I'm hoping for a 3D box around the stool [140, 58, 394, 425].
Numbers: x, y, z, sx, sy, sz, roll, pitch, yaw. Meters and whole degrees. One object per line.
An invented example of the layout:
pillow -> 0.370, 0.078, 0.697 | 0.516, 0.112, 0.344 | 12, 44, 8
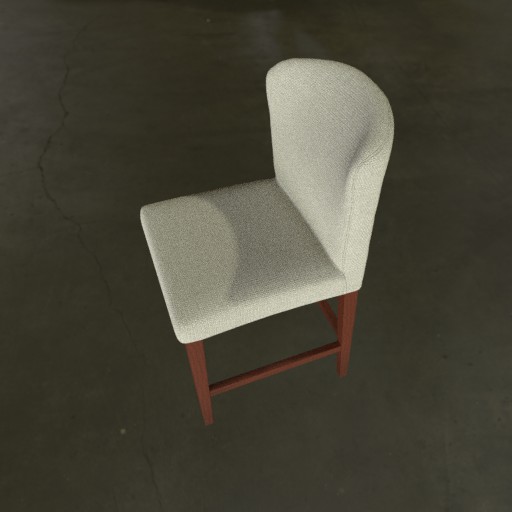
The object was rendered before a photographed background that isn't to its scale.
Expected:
stool -> 0.000, 0.000, 1.283 | 0.568, 0.969, 0.481 | -15, 48, -14
